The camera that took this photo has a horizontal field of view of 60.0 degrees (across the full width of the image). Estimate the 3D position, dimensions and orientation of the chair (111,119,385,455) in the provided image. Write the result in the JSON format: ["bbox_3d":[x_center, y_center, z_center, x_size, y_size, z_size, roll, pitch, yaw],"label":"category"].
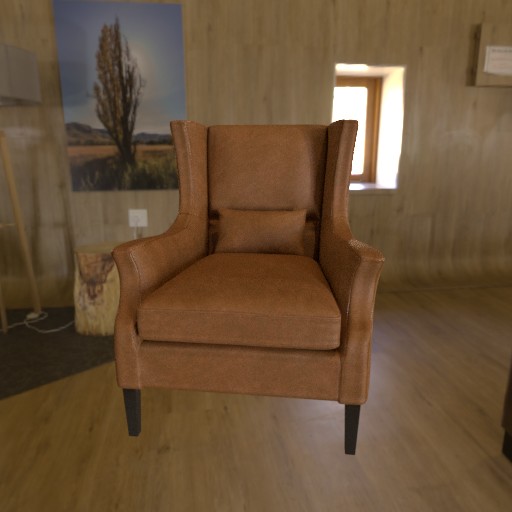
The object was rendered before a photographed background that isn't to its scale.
[{"bbox_3d":[0.000,0.000,1.683,0.852,1.016,0.925,2,14,7],"label":"chair"}]
